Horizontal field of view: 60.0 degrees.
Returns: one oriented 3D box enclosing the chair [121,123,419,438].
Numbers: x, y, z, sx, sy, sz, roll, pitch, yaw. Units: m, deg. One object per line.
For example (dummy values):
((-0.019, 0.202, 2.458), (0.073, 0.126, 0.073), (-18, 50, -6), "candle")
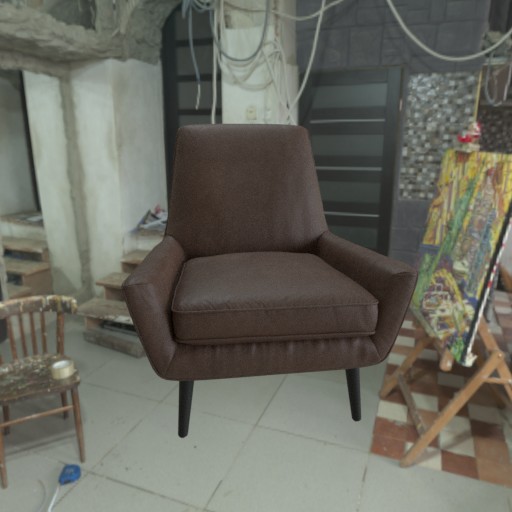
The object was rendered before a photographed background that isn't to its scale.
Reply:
((0.000, 0.000, 1.523), (0.787, 0.888, 0.824), (-2, 15, -8), "chair")
